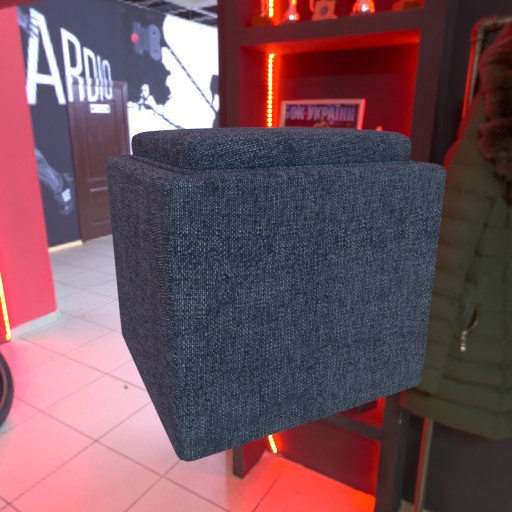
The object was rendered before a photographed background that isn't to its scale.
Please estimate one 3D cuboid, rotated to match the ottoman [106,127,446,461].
[{"bbox_3d":[0.000,0.000,0.825,0.450,0.460,0.450,-8,18,-25],"label":"ottoman"}]
